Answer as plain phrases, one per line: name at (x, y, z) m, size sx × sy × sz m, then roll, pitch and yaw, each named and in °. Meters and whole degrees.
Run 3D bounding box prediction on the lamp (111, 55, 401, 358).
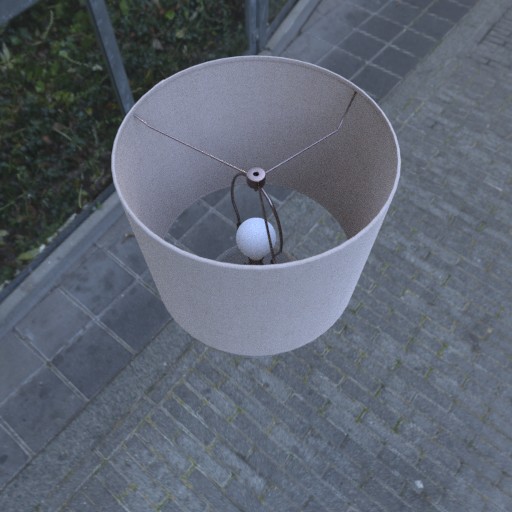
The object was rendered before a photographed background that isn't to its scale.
lamp at (0.000, 0.000, 0.591) m, size 0.269 × 0.409 × 0.269 m, roll -34°, pitch 65°, yaw -18°
